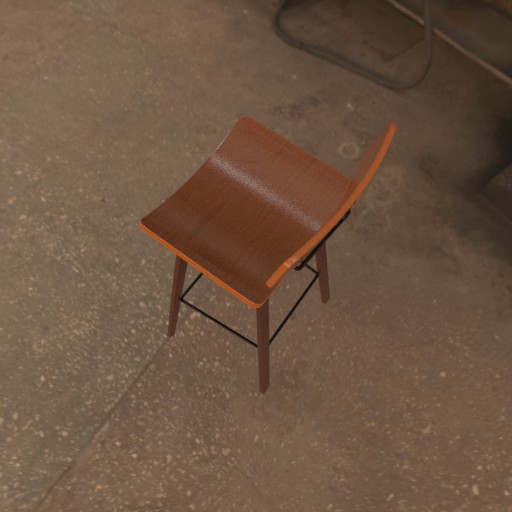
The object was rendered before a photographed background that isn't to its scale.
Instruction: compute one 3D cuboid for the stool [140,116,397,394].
[{"bbox_3d":[0.000,0.000,1.239,0.440,0.969,0.509,32,67,15],"label":"stool"}]
